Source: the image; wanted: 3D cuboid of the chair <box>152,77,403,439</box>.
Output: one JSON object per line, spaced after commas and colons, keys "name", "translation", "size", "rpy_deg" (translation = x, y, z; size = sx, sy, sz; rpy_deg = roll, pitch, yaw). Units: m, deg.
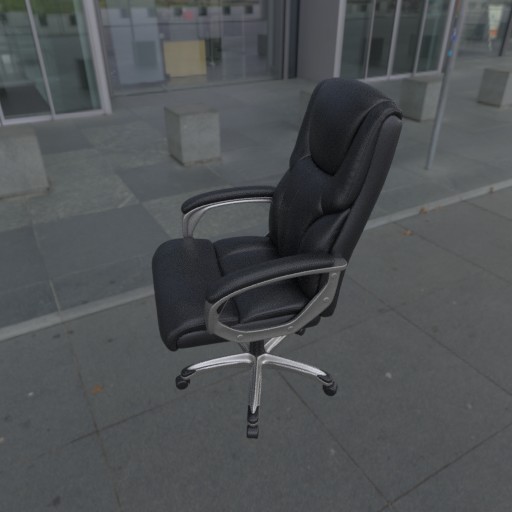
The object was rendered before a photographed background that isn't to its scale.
{"name": "chair", "translation": [0.000, 0.000, 1.591], "size": [0.739, 1.155, 0.663], "rpy_deg": [-8, 32, -13]}
